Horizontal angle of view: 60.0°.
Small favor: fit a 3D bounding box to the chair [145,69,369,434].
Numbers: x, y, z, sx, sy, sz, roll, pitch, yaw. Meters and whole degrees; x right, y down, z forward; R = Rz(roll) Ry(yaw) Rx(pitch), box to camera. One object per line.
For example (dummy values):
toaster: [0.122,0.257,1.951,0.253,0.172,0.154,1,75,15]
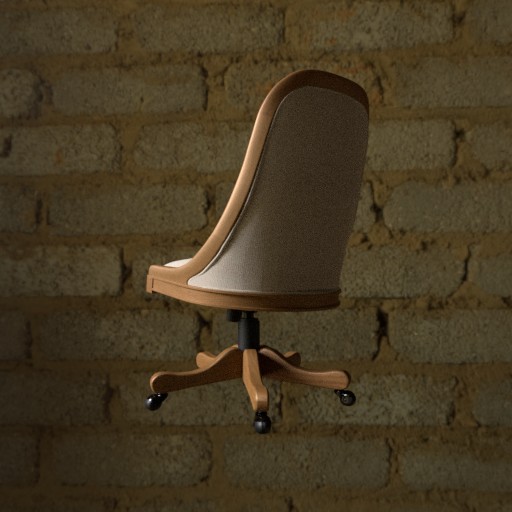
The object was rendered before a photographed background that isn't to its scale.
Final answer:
chair: [0.000,0.000,1.553,0.702,1.009,0.811,2,-3,-37]
